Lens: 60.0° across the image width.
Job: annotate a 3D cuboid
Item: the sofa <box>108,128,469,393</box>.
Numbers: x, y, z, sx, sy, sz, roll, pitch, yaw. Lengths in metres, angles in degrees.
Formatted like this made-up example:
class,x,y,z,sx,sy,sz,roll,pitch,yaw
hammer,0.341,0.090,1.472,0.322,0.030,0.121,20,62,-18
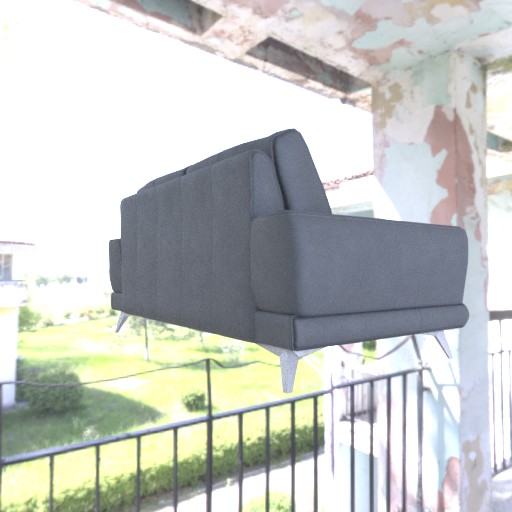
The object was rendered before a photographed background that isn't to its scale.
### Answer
class,x,y,z,sx,sy,sz,roll,pitch,yaw
sofa,0.000,0.000,2.319,1.018,0.907,1.806,1,-2,-36
